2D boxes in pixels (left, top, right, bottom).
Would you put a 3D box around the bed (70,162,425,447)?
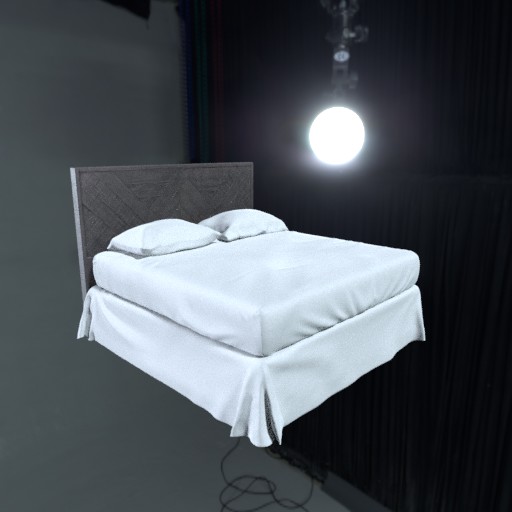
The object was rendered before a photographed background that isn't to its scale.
[{"bbox_3d":[0.000,0.000,2.920,1.785,1.142,1.772,13,19,43],"label":"bed"}]
